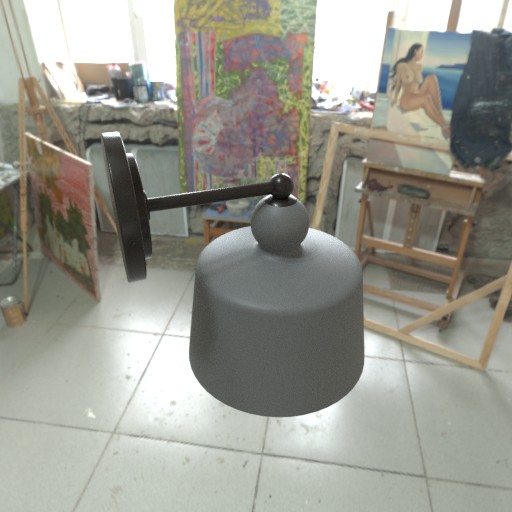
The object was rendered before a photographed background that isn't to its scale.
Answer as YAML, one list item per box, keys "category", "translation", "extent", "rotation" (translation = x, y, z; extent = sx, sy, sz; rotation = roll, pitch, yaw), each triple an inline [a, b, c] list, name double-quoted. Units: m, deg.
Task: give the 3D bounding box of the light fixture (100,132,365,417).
- category: "light fixture"
  translation: [0.000, 0.000, 0.448]
  extent: [0.254, 0.268, 0.204]
  rotation: [-11, 33, -18]
